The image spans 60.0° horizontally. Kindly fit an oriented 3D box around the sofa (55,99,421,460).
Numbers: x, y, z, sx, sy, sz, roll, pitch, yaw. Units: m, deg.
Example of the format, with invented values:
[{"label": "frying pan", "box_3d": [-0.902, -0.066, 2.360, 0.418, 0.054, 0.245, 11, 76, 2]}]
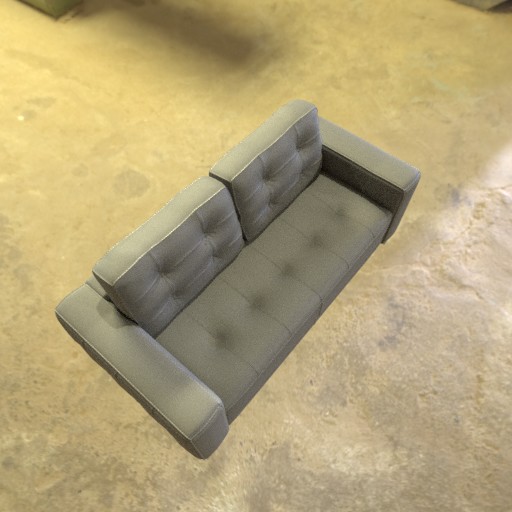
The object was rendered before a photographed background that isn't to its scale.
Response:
[{"label": "sofa", "box_3d": [0.000, 0.000, 2.213, 0.833, 0.893, 1.726, 36, 65, 20]}]
